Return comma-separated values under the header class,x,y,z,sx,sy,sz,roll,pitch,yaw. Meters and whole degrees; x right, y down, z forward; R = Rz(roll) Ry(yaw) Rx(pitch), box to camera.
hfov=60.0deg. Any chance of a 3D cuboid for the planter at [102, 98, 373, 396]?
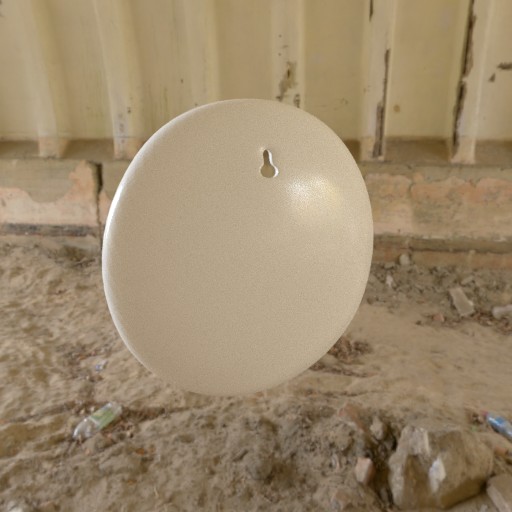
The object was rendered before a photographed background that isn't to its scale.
class,x,y,z,sx,sy,sz,roll,pitch,yaw
planter,0.000,0.000,0.279,0.185,0.188,0.043,-6,14,-26
